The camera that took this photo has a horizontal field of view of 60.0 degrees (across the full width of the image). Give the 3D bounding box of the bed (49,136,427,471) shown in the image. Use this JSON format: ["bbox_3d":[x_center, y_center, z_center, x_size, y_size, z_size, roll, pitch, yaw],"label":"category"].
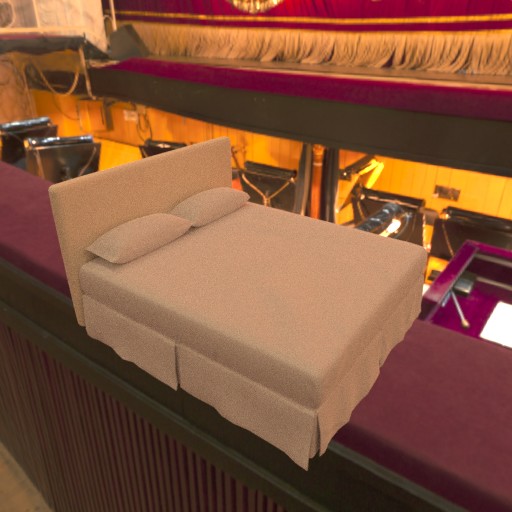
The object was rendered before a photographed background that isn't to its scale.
[{"bbox_3d":[0.000,0.000,3.636,2.341,1.317,2.119,18,32,31],"label":"bed"}]
